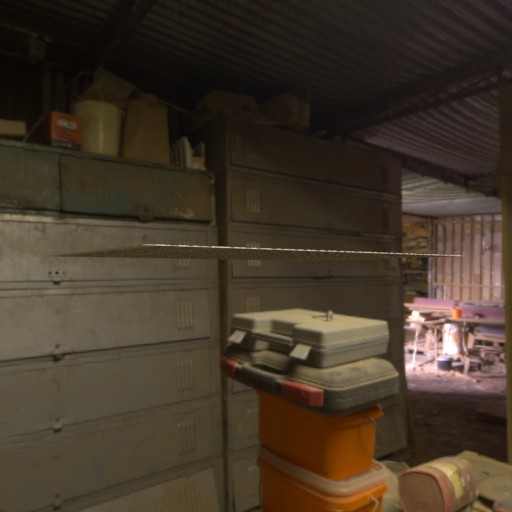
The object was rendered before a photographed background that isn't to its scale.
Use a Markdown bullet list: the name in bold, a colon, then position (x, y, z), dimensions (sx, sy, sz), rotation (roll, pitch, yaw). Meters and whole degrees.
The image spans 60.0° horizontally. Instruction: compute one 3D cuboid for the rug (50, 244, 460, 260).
- **rug**: position (0.000, 0.000, 4.205), dimensions (3.196, 0.007, 2.354), rotation (1, -2, -36)
